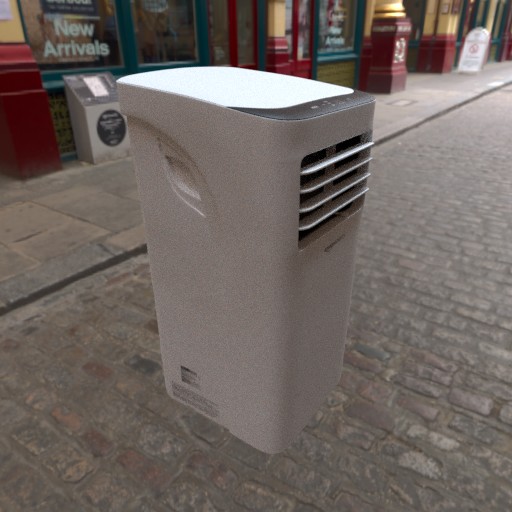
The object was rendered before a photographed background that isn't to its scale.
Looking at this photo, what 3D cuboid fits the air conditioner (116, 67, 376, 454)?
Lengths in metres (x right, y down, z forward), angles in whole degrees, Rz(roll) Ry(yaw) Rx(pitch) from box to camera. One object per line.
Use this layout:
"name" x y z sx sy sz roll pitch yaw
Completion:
"air conditioner" 0.000 0.000 0.927 0.369 0.716 0.352 17 31 31
